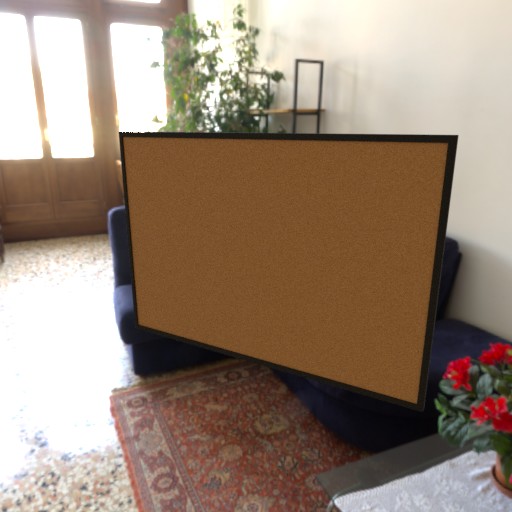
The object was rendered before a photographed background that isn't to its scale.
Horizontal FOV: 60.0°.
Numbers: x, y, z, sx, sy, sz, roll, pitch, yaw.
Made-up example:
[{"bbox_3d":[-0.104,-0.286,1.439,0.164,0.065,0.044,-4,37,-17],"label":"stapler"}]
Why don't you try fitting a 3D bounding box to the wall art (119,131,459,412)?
[{"bbox_3d":[0.000,0.000,0.856,0.664,0.458,0.013,9,19,28],"label":"wall art"}]
